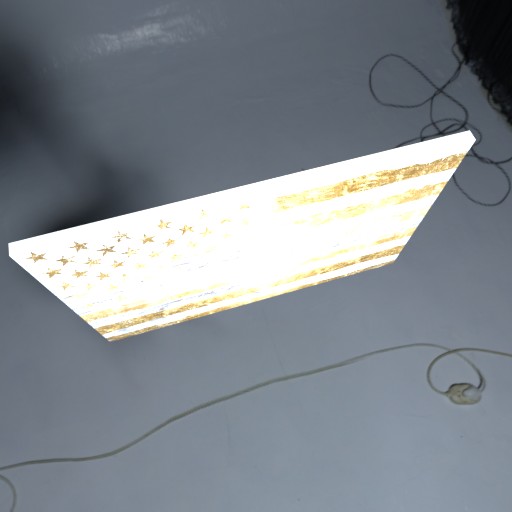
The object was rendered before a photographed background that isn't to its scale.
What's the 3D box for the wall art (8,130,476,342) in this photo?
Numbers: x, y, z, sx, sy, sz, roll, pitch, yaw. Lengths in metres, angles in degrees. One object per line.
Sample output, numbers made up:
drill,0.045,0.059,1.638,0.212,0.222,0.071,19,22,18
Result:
wall art,0.000,0.000,1.133,0.932,0.610,0.027,-15,65,-7
